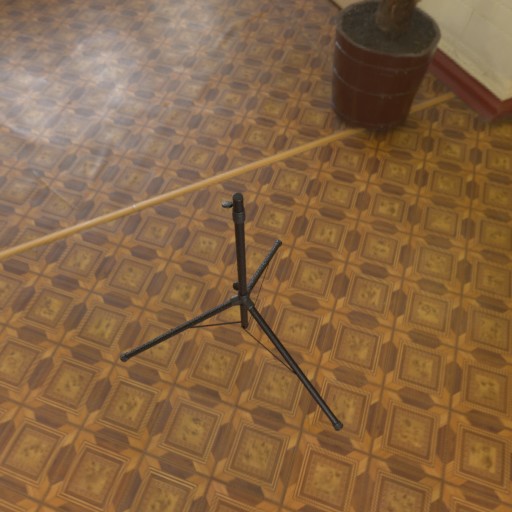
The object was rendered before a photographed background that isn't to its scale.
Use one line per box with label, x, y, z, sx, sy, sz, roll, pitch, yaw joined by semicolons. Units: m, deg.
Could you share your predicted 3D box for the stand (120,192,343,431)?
stand;0.000;0.000;2.684;1.596;1.595;1.339;16;59;10
